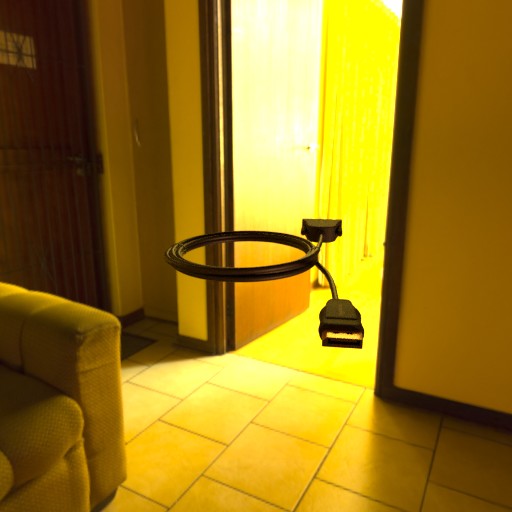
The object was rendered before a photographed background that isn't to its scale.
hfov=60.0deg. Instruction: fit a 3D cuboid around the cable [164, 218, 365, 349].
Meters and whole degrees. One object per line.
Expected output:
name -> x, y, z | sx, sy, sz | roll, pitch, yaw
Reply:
cable -> 0.000, 0.000, 0.327 | 0.136, 0.015, 0.281 | 2, 14, 8
